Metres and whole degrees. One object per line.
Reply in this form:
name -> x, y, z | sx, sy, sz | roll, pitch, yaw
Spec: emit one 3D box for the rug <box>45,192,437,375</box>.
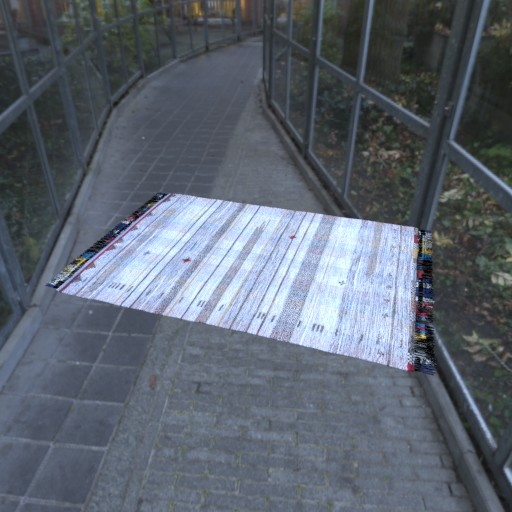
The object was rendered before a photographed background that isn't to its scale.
rug -> 0.000, 0.000, 2.411 | 1.848, 0.012, 1.217 | 10, 34, 15
